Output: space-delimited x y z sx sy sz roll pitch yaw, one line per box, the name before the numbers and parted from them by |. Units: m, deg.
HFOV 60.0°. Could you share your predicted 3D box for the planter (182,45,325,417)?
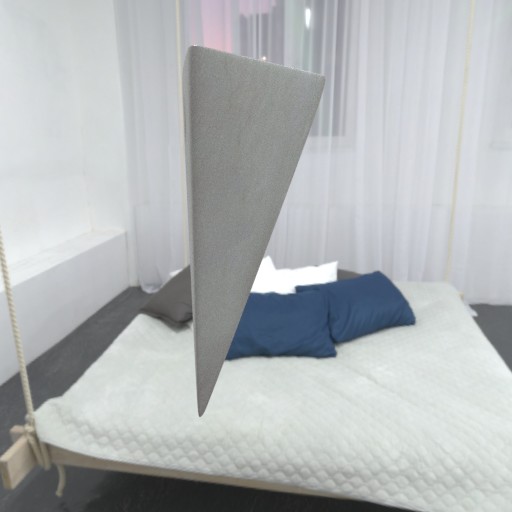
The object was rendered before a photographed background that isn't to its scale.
planter | 0.000 0.000 0.160 0.047 0.130 0.058 -3 17 -10
